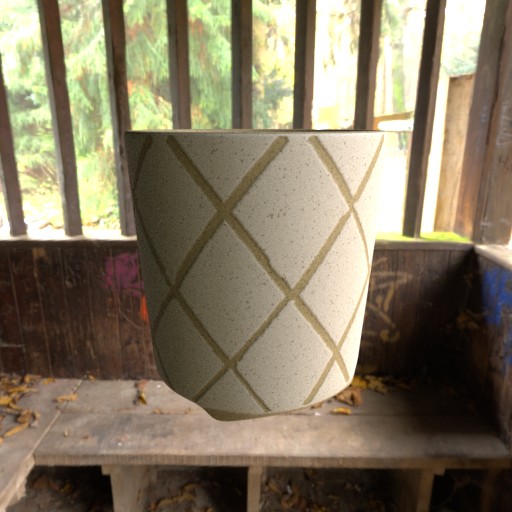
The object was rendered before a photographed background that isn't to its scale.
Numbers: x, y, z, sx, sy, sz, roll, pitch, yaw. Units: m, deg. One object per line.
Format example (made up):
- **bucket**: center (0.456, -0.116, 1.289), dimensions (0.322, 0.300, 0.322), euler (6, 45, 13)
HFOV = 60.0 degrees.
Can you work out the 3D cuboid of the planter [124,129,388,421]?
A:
- **planter**: center (0.000, 0.000, 0.430), dimensions (0.228, 0.235, 0.228), euler (0, 16, 0)
